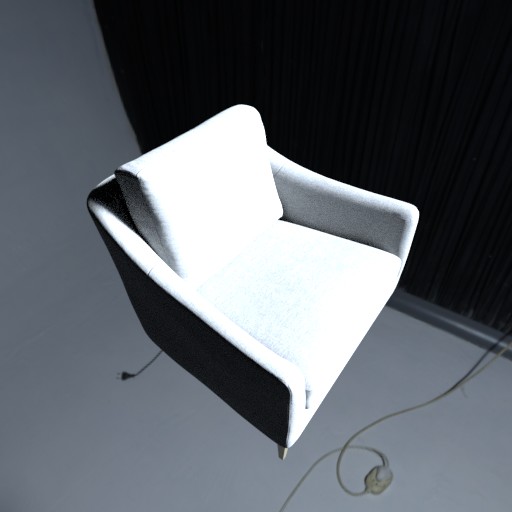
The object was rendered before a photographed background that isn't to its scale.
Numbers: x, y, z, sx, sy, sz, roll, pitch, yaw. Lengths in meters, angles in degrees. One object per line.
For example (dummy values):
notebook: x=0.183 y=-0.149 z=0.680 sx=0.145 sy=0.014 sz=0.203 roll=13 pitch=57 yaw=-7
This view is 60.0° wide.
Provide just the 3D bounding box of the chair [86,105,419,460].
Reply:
chair: x=0.000 y=0.000 z=1.757 sx=0.961 sy=0.902 sz=0.986 roll=25 pitch=47 yaw=25
